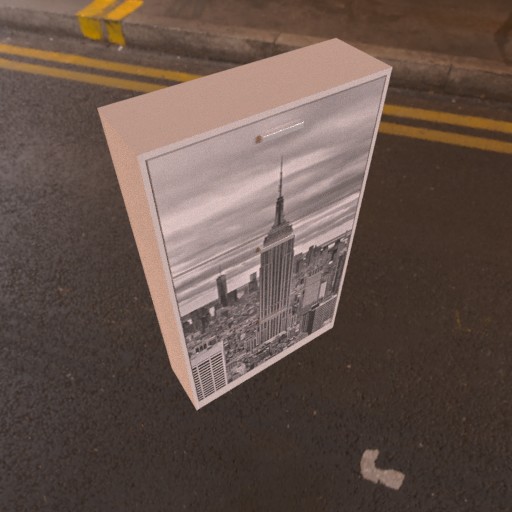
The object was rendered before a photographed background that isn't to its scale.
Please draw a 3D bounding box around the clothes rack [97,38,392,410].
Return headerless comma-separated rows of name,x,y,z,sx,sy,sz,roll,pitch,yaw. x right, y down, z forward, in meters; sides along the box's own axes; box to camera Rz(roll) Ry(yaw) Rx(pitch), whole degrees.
clothes rack,0.000,0.000,1.607,0.750,1.280,0.250,-26,53,-22
